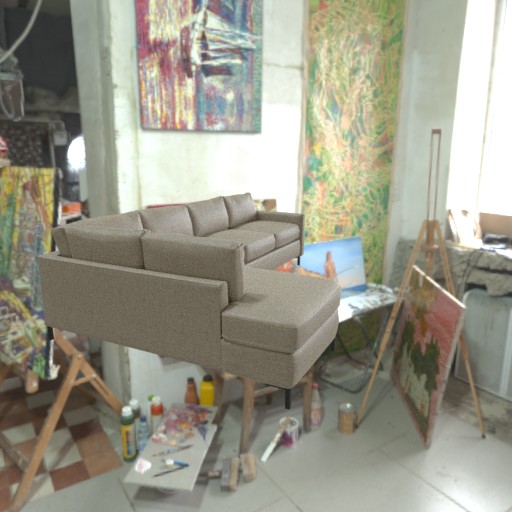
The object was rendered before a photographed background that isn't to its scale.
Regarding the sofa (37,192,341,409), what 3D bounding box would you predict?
[{"bbox_3d":[0.000,0.000,3.209,1.617,0.703,2.423,7,15,26],"label":"sofa"}]
